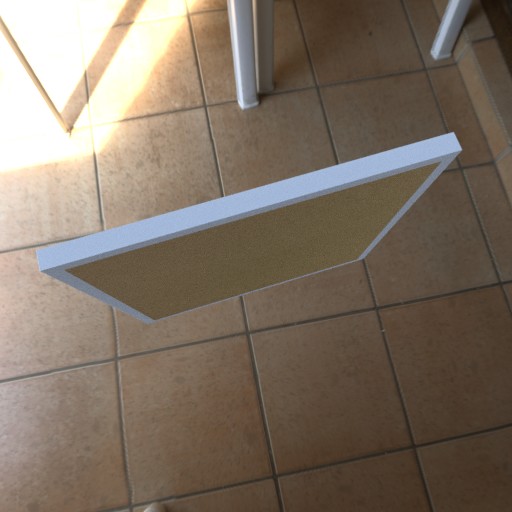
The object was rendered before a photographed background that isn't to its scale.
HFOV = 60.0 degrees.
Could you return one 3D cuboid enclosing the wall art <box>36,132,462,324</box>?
[{"bbox_3d":[0.000,0.000,1.137,0.763,0.761,0.038,-16,75,-4],"label":"wall art"}]
